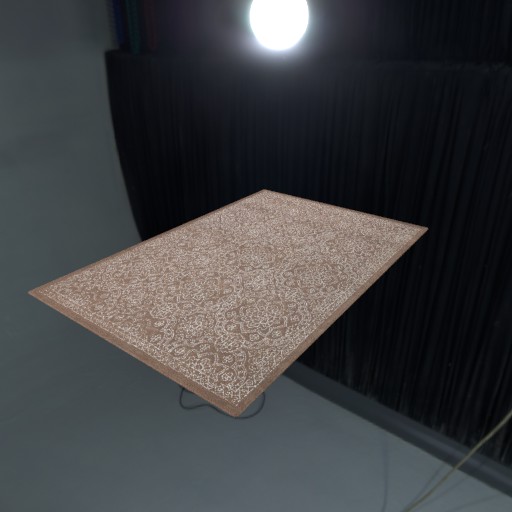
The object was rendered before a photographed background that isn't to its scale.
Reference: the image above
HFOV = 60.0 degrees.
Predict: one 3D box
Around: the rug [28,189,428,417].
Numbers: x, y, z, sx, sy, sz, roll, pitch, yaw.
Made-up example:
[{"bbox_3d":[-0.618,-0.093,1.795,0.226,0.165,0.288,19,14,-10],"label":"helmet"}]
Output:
[{"bbox_3d":[0.000,0.000,2.917,1.524,0.011,2.286,19,32,32],"label":"rug"}]
